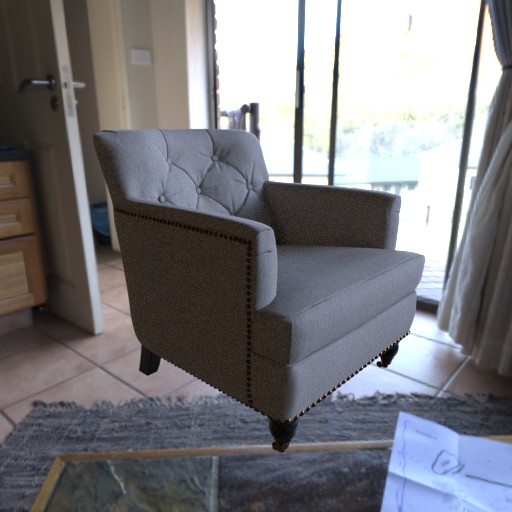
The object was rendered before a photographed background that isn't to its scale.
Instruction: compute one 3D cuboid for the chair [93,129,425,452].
[{"bbox_3d":[0.000,0.000,1.493,0.902,0.823,0.737,14,21,41],"label":"chair"}]
